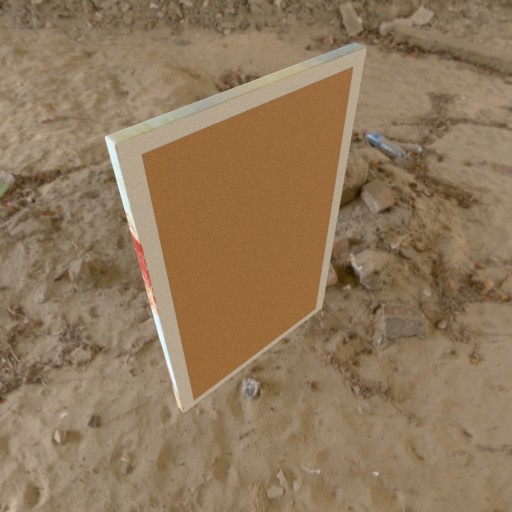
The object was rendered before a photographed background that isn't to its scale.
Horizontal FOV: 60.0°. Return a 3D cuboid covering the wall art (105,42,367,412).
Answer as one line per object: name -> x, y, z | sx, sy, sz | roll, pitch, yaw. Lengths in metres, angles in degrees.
wall art -> 0.000, 0.000, 1.152 | 0.605, 0.915, 0.037 | -32, 53, -27
